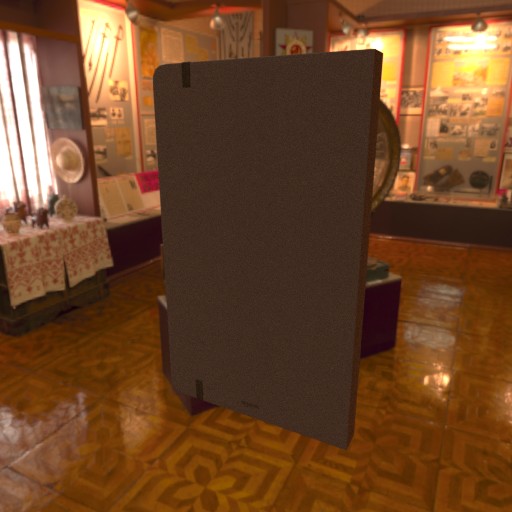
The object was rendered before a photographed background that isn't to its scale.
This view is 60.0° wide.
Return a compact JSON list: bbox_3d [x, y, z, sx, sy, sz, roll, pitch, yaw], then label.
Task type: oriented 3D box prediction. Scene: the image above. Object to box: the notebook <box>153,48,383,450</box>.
[{"bbox_3d":[0.000,0.000,0.260,0.127,0.213,0.016,9,19,27],"label":"notebook"}]
